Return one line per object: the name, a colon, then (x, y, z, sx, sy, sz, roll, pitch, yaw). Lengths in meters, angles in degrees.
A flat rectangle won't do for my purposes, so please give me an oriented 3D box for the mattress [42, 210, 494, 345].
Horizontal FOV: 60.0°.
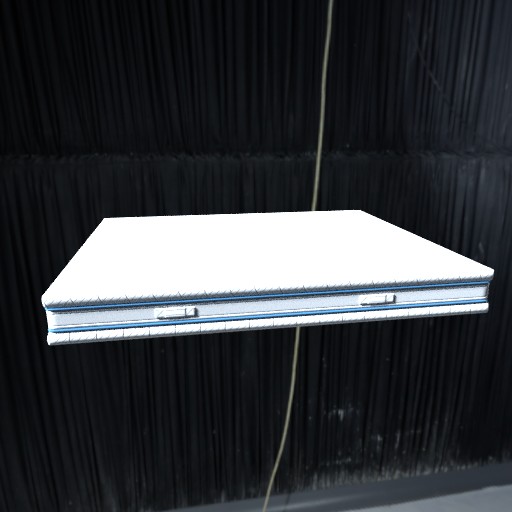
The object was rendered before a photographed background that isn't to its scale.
mattress: (0.000, 0.000, 2.699, 2.000, 0.230, 1.600, -3, 16, -9)
